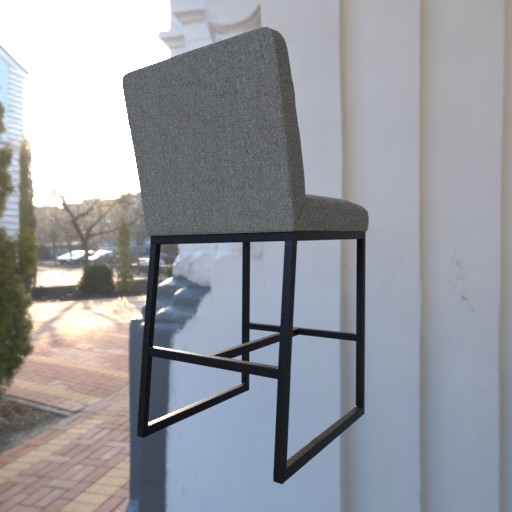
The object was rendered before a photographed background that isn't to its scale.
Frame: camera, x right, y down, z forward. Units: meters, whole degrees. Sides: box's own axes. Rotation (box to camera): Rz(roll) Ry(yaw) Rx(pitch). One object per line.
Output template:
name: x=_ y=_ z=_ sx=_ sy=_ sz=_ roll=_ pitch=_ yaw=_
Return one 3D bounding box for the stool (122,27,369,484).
stool: x=0.000 y=0.000 z=1.225 sx=0.460 sy=0.940 sz=0.560 roll=0 pitch=0 yaw=34
